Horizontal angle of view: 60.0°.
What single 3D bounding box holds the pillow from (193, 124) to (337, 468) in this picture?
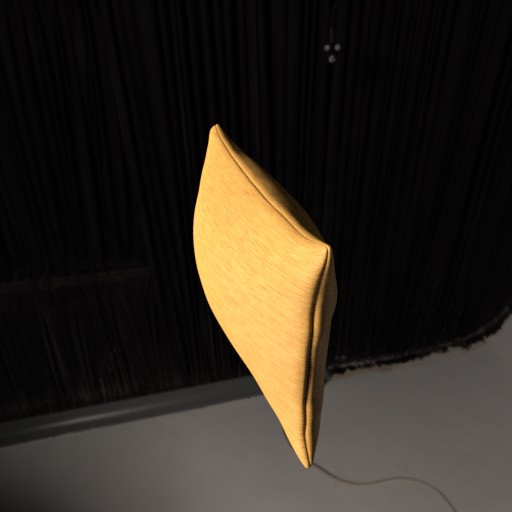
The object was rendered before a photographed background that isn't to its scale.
[{"bbox_3d":[0.000,0.000,0.813,0.210,0.354,0.634,-8,30,-14],"label":"pillow"}]
